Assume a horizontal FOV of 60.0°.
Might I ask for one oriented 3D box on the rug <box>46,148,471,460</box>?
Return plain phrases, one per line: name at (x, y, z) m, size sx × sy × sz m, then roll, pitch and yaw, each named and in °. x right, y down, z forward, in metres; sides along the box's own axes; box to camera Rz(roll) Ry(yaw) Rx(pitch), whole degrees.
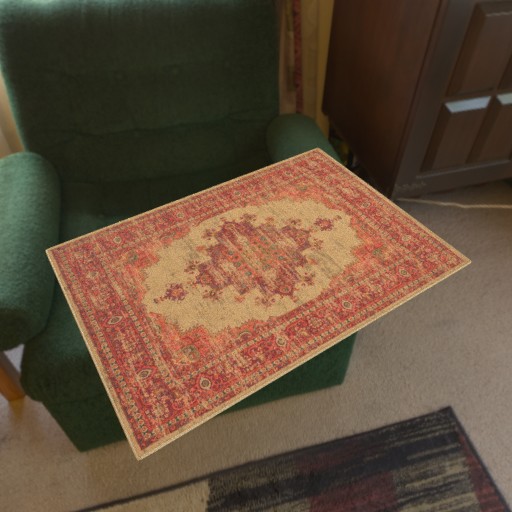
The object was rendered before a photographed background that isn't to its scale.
rug at (0.000, 0.000, 2.818) m, size 2.232 × 0.011 × 1.555 m, roll -25°, pitch 51°, yaw -22°
